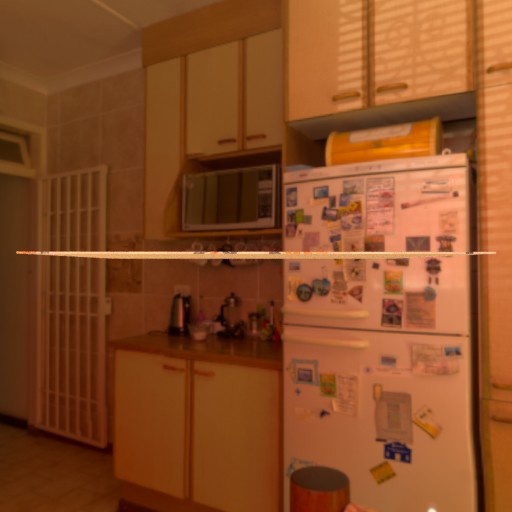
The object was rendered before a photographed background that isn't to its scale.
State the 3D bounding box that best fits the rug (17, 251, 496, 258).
[{"bbox_3d":[0.000,0.000,2.993,2.428,0.010,1.533,0,-1,-1],"label":"rug"}]
